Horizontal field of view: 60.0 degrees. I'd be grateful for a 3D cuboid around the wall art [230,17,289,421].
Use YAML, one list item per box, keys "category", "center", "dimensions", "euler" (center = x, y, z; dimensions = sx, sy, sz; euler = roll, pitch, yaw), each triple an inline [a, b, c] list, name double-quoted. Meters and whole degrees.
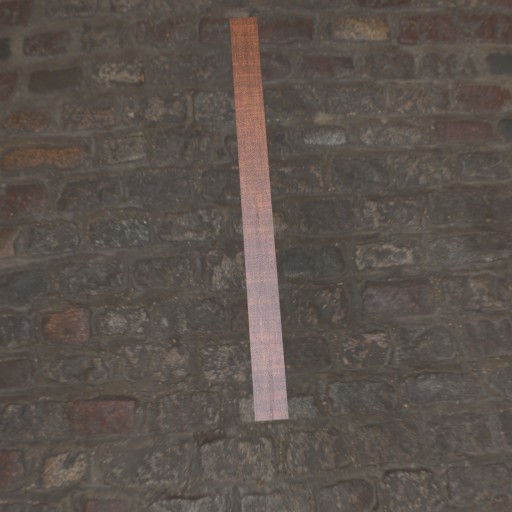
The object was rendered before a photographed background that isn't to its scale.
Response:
- category: "wall art"
  center: [0.000, 0.000, 0.766]
  dimensions: [0.033, 0.567, 0.467]
  euler: [-4, 77, -1]
